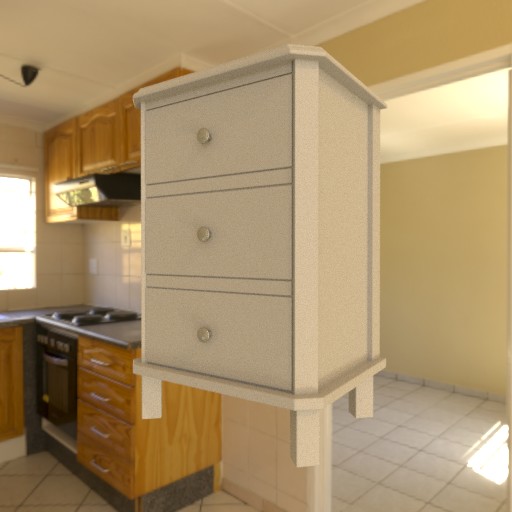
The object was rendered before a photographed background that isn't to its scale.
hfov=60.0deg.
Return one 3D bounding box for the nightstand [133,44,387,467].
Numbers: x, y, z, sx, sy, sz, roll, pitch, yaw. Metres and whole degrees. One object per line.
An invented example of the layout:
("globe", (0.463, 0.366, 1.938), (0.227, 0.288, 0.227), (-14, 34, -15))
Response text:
("nightstand", (0.000, 0.000, 0.944), (0.450, 0.680, 0.350), (0, 1, 34))
